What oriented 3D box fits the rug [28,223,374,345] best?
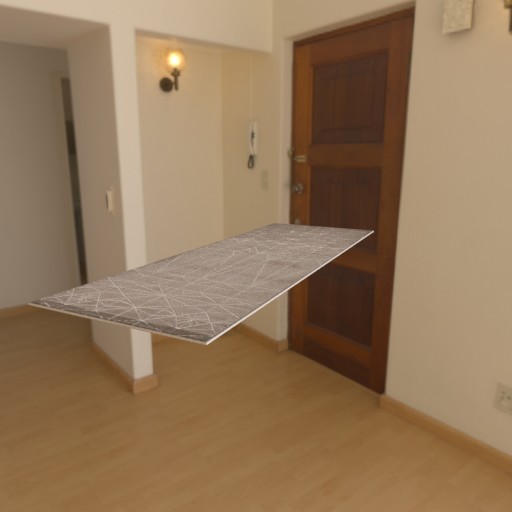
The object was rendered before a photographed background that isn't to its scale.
[{"bbox_3d":[0.000,0.000,2.648,0.864,0.012,2.388,7,15,26],"label":"rug"}]
